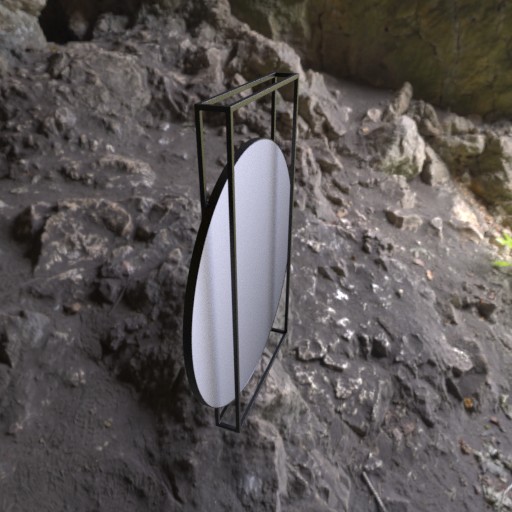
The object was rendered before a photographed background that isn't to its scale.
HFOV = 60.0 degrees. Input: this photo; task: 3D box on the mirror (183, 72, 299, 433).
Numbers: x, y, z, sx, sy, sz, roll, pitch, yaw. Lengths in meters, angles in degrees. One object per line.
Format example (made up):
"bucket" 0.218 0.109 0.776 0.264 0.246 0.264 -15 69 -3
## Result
"mirror" 0.000 0.000 0.832 0.051 0.603 0.508 11 32 18
